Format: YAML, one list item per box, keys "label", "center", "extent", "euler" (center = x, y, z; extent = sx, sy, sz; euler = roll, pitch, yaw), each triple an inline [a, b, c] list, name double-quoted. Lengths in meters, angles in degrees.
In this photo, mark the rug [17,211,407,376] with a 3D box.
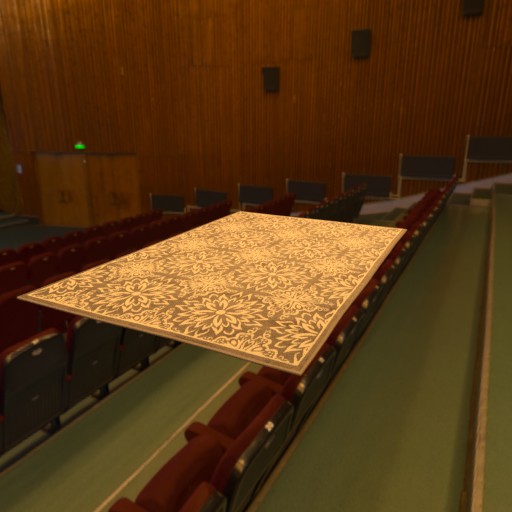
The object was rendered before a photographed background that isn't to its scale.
- label: "rug"
  center: [0.000, 0.000, 2.301]
  extent: [1.224, 0.012, 1.847]
  euler: [9, 20, 26]
